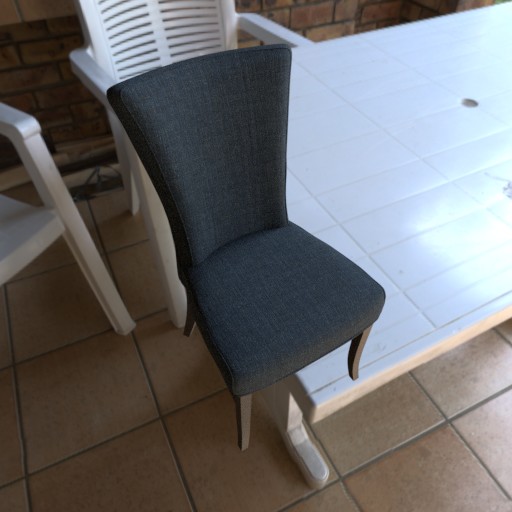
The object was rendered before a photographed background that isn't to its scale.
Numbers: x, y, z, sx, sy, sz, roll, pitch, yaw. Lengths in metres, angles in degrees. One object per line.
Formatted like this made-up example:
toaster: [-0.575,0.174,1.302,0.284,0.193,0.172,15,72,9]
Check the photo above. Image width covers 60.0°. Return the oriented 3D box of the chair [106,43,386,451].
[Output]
chair: [0.000,0.000,1.330,0.520,0.991,0.660,-24,51,-21]
